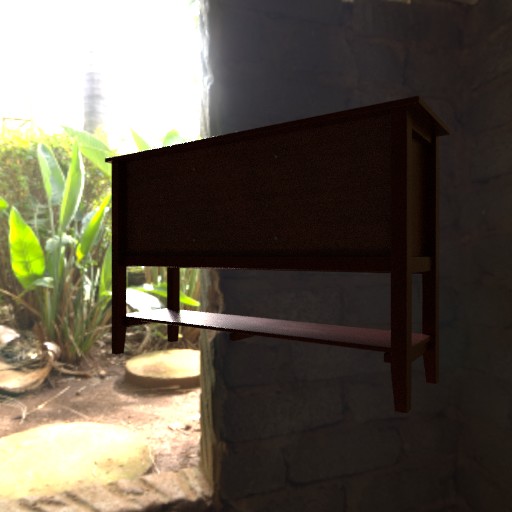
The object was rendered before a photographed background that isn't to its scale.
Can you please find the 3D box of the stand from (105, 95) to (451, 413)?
[{"bbox_3d":[0.000,0.000,1.756,1.362,0.872,0.410,0,0,35],"label":"stand"}]
